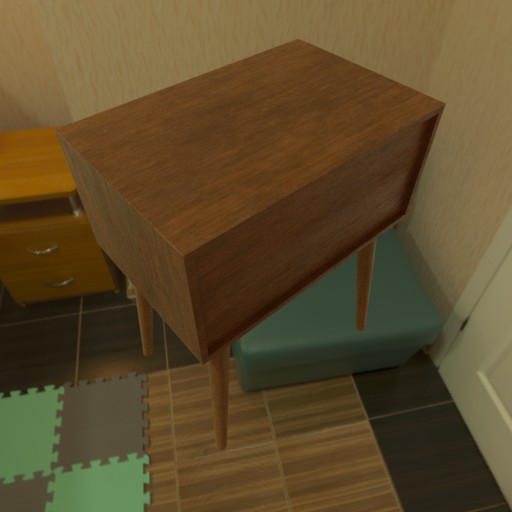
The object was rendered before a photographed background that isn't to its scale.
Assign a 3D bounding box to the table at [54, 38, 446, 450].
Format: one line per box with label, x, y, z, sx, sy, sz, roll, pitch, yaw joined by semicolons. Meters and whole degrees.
table;0.000;0.000;0.828;0.454;0.580;0.307;-33;55;-26
